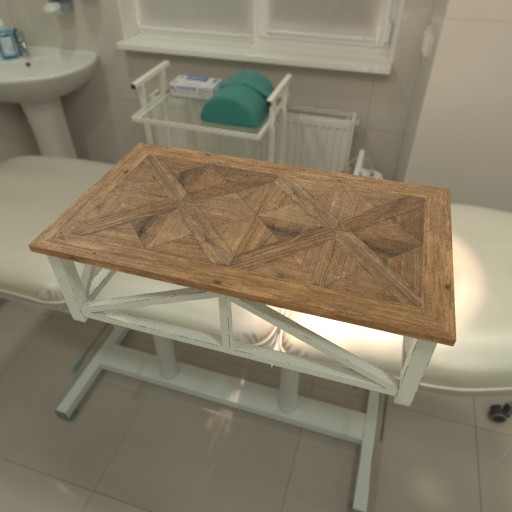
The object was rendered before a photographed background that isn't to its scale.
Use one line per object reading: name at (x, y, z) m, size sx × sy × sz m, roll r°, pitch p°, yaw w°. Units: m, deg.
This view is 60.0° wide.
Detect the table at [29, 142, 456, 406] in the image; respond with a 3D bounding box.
table at (0.000, 0.000, 1.797) m, size 1.400 × 0.410 × 0.800 m, roll 11°, pitch 42°, yaw 13°
